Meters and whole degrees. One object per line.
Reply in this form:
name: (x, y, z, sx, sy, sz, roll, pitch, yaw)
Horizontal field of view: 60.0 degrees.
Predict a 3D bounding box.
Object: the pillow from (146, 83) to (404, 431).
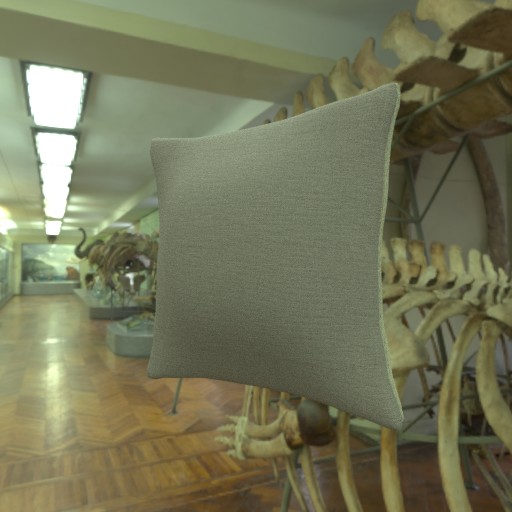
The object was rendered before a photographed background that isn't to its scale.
pillow: (0.000, 0.000, 0.656, 0.435, 0.416, 0.189, -1, -2, 35)
